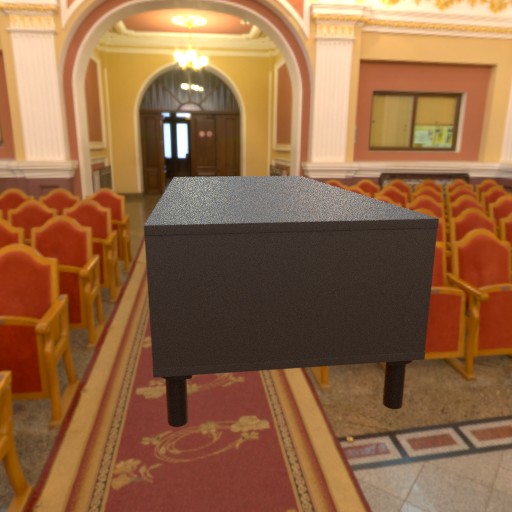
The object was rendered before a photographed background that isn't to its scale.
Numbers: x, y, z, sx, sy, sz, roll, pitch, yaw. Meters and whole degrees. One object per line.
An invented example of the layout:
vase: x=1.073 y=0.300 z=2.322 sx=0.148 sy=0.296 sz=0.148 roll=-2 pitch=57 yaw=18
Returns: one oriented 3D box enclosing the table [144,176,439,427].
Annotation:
table: x=0.000 y=0.000 z=1.350 sx=0.550 sy=0.400 sz=1.100 roll=-2 pitch=14 yaw=-7
